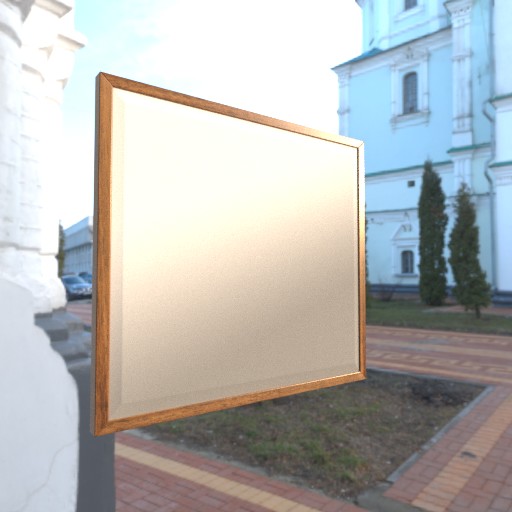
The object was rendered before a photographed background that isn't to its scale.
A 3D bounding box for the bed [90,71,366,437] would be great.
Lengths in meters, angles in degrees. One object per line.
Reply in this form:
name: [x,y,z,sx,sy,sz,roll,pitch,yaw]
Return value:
bed: [0.000,0.000,1.462,1.041,0.940,0.043,2,-3,-36]
